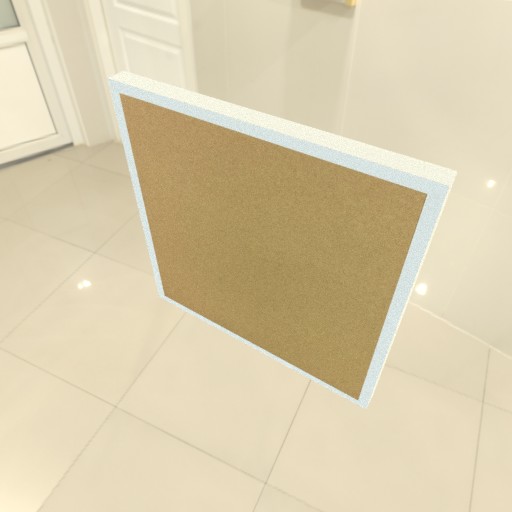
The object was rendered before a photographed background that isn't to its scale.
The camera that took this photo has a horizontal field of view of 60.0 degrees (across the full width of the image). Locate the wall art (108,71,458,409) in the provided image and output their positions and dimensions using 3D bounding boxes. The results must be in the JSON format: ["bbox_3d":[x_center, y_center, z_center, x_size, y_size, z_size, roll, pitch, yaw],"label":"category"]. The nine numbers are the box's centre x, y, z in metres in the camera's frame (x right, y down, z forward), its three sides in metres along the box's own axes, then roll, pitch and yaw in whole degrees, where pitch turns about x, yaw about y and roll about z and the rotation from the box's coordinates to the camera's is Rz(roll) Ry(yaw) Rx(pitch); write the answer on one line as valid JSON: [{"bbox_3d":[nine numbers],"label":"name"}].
[{"bbox_3d":[0.000,0.000,0.457,0.307,0.307,0.020,24,50,23],"label":"wall art"}]
